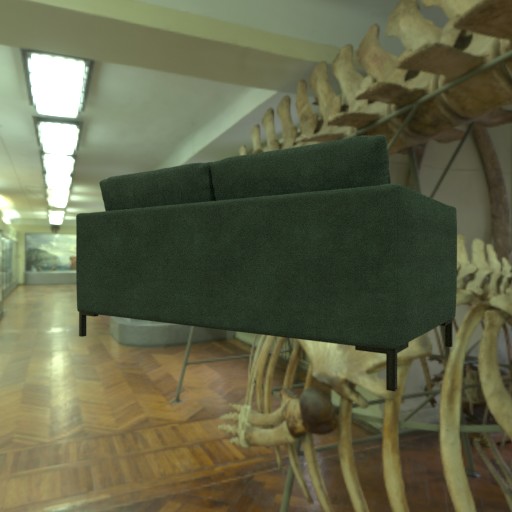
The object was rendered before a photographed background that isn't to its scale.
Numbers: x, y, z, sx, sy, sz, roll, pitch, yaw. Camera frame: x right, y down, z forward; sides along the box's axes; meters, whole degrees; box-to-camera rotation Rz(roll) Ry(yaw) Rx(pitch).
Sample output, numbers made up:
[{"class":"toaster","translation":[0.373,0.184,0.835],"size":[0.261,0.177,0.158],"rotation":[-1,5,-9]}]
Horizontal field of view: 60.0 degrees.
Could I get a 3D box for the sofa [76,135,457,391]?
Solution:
[{"class":"sofa","translation":[0.000,0.000,2.138],"size":[1.676,0.817,0.875],"rotation":[0,0,35]}]
